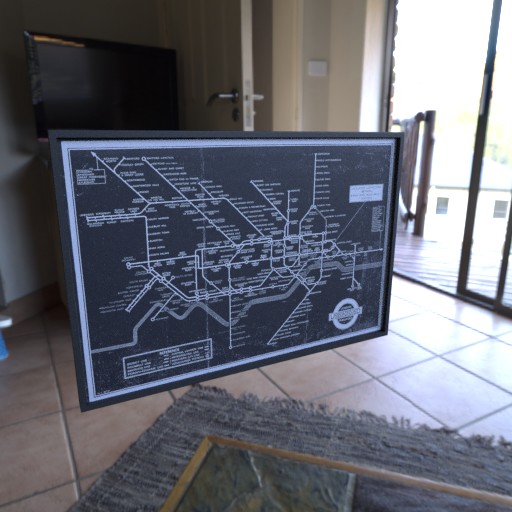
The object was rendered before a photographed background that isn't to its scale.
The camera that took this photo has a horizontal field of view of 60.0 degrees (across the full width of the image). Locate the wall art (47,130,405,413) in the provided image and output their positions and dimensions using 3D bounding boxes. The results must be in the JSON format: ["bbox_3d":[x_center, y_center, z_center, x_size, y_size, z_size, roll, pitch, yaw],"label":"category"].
[{"bbox_3d":[0.000,0.000,0.556,0.443,0.301,0.021,-7,17,-26],"label":"wall art"}]
